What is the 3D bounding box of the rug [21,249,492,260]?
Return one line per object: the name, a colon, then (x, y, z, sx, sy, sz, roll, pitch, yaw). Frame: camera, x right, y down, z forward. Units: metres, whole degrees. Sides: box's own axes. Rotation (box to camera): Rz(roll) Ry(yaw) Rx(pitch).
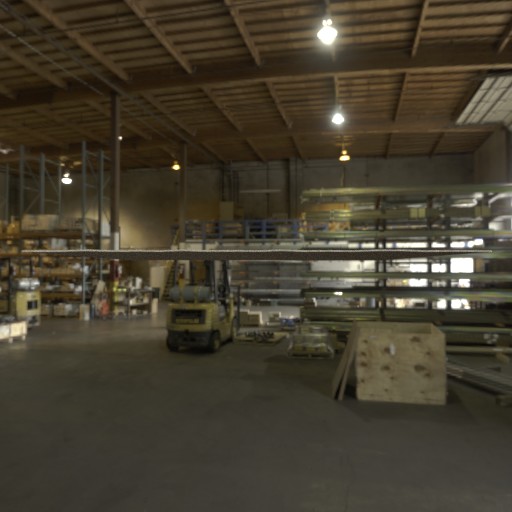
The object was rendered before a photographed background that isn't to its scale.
rug: (0.000, 0.000, 3.260, 2.455, 0.025, 1.964, 0, -2, 0)
